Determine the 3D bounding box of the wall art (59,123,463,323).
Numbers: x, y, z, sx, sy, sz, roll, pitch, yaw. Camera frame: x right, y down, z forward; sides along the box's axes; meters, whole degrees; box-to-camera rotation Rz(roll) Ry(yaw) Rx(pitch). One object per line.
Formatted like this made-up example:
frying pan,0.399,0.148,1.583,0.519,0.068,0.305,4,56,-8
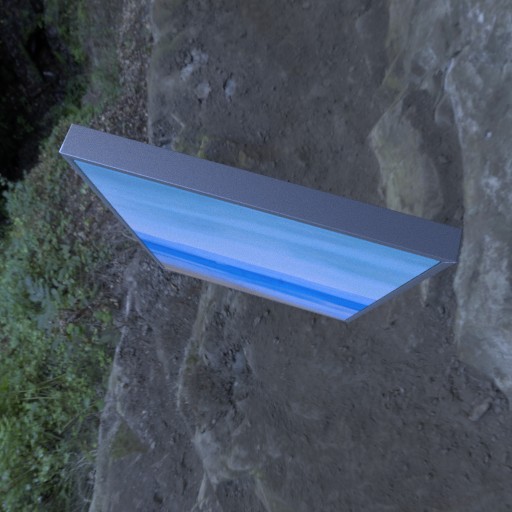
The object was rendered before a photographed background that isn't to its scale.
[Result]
wall art,0.000,0.000,0.747,0.445,0.553,0.039,16,76,4
